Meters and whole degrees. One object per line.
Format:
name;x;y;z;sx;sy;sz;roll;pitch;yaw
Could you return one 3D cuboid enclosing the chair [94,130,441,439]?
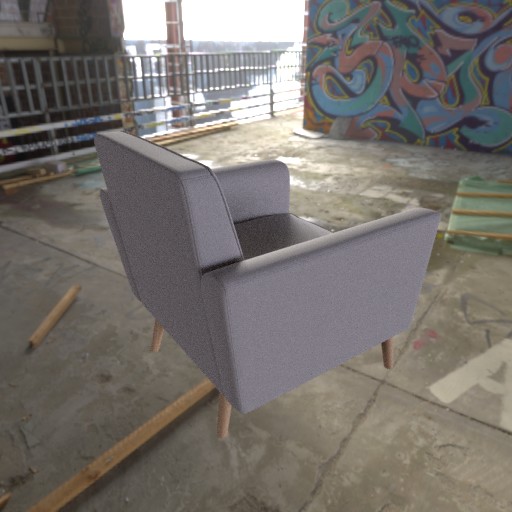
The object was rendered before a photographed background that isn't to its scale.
chair;0.000;0.000;1.410;0.750;0.780;0.780;-17;31;-31
